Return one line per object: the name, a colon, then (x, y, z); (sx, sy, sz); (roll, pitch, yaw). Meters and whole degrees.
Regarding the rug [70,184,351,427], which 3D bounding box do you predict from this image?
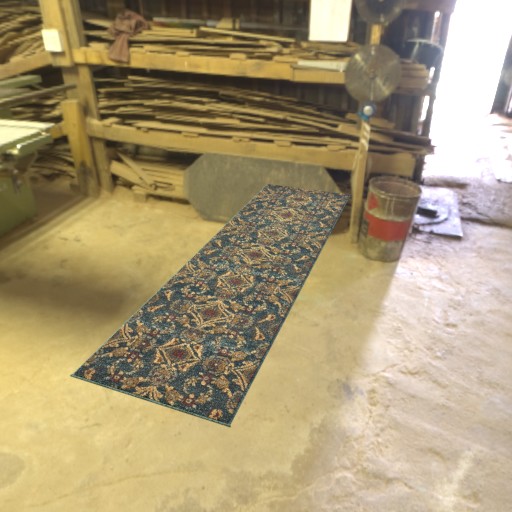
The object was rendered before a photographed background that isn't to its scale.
rug: (0.000, 0.000, 2.554); (0.685, 0.014, 2.292); (11, 31, 18)
